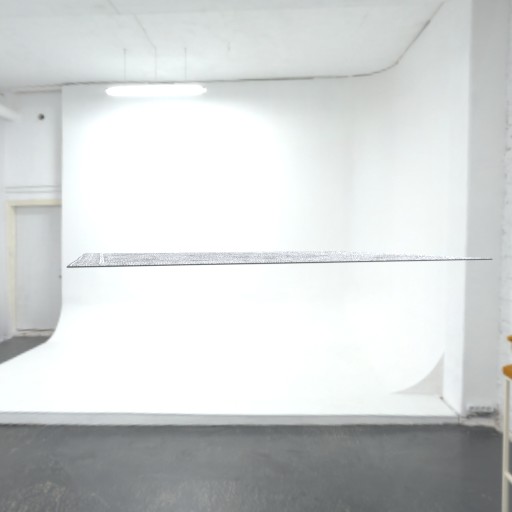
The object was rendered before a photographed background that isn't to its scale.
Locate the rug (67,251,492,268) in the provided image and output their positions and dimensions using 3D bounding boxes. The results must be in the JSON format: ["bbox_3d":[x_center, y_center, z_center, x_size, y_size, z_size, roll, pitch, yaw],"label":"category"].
[{"bbox_3d":[0.000,0.000,4.059,3.048,0.012,2.438,-1,2,-19],"label":"rug"}]
